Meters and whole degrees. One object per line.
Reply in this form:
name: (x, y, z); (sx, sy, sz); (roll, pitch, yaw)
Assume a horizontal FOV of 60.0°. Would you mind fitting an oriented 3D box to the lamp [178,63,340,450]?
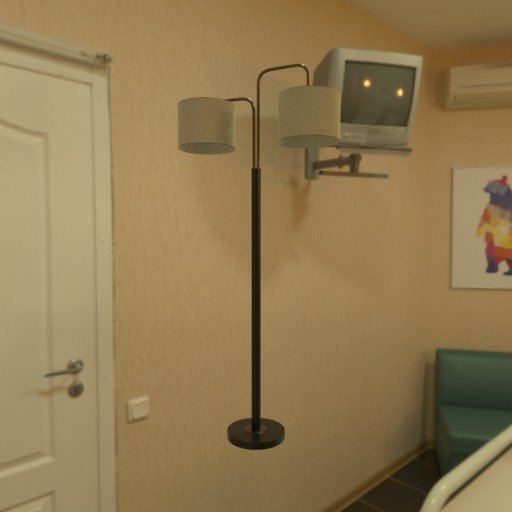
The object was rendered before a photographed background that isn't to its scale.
lamp: (0.000, 0.000, 1.917); (0.711, 1.587, 0.254); (1, 3, 18)
